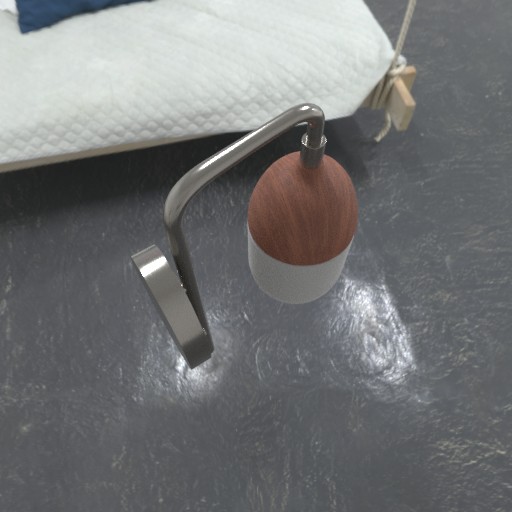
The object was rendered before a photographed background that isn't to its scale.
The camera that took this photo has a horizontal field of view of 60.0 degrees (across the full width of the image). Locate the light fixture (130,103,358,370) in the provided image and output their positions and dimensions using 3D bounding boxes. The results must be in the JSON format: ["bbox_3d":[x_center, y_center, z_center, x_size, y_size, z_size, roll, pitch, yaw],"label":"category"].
[{"bbox_3d":[0.000,0.000,0.444,0.216,0.343,0.108,-29,64,-16],"label":"light fixture"}]
